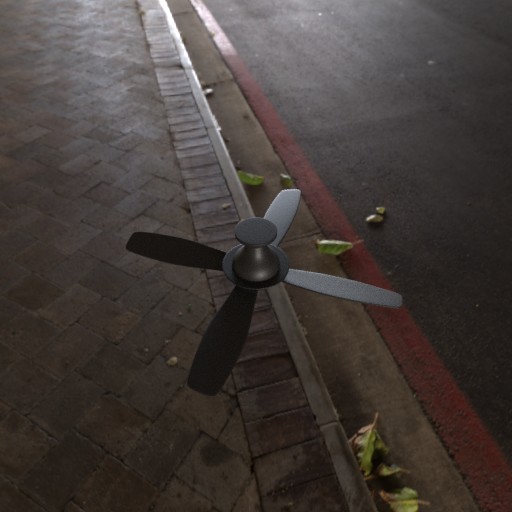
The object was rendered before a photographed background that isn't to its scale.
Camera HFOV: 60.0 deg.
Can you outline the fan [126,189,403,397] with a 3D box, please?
[{"bbox_3d":[0.000,0.000,2.553,1.694,0.382,1.694,12,45,13],"label":"fan"}]
